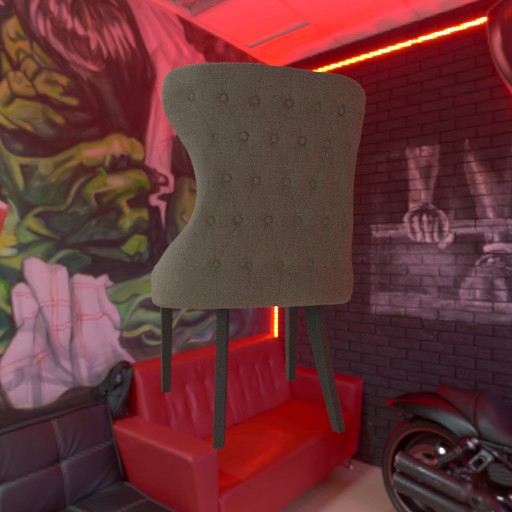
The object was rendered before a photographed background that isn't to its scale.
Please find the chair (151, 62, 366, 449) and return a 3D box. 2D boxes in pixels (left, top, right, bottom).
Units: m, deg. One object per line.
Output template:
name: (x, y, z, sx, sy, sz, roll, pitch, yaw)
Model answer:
chair: (0.000, 0.000, 1.388, 0.628, 0.967, 0.635, 0, 0, -18)
